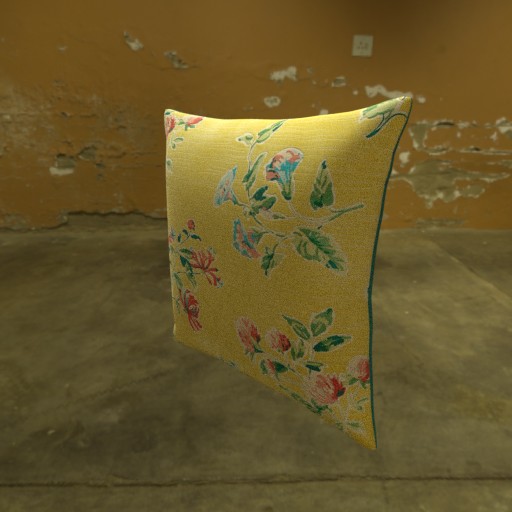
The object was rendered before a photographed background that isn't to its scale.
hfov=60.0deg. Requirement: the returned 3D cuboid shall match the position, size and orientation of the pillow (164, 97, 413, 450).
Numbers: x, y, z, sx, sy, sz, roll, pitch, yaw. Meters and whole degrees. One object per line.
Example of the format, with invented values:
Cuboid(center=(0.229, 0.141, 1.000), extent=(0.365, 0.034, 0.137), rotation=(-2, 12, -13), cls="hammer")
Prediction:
Cuboid(center=(0.000, 0.000, 0.782), extent=(0.525, 0.508, 0.166), rotation=(16, 22, 43), cls="pillow")
